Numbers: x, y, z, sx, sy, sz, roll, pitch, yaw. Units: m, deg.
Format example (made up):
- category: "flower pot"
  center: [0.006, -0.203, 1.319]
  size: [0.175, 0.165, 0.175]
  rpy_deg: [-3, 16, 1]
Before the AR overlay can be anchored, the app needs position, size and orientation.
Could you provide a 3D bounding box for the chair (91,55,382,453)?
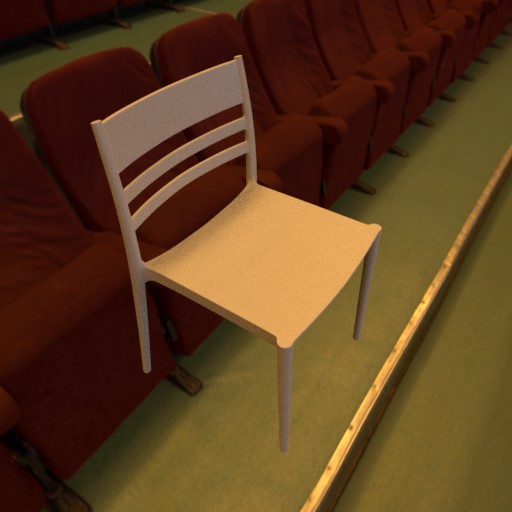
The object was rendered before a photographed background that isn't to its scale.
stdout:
- category: "chair"
  center: [0.000, 0.000, 1.148]
  size: [0.511, 0.800, 0.531]
  rpy_deg: [25, 48, 25]
